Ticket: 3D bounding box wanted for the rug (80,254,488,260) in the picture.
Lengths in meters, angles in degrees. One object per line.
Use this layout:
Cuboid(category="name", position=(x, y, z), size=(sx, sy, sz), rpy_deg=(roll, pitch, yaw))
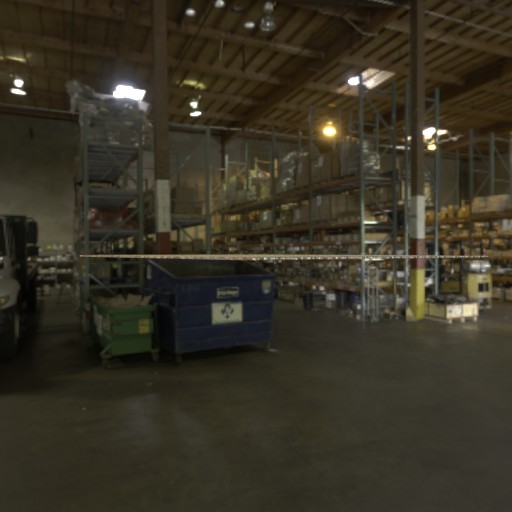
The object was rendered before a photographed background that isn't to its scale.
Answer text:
Cuboid(category="rug", position=(0.000, 0.000, 4.311), size=(2.431, 0.017, 3.291), rpy_deg=(0, 1, -36))
